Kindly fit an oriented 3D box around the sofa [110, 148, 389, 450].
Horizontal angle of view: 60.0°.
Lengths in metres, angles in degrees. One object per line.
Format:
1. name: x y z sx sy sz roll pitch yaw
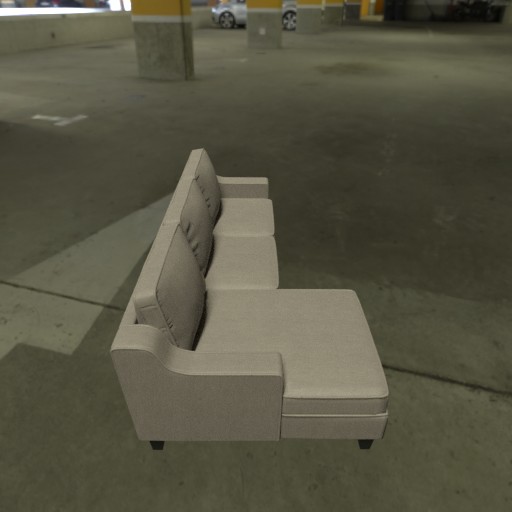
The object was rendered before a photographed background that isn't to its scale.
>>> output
1. sofa: 0.000 0.000 3.160 1.294 0.928 2.561 0 30 0
